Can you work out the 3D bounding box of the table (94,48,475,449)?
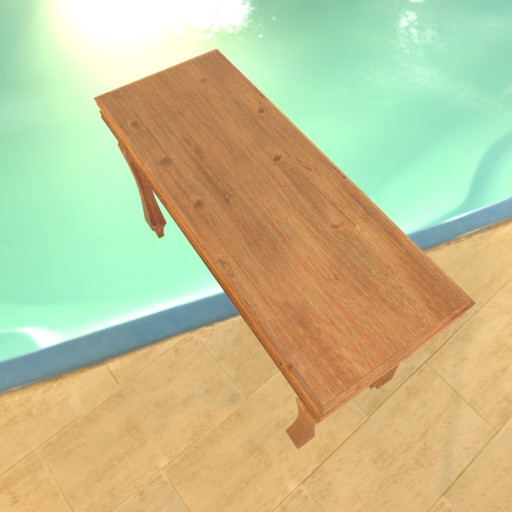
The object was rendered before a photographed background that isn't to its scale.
[{"bbox_3d":[0.000,0.000,1.763,0.522,0.873,1.330,-30,63,-17],"label":"table"}]
